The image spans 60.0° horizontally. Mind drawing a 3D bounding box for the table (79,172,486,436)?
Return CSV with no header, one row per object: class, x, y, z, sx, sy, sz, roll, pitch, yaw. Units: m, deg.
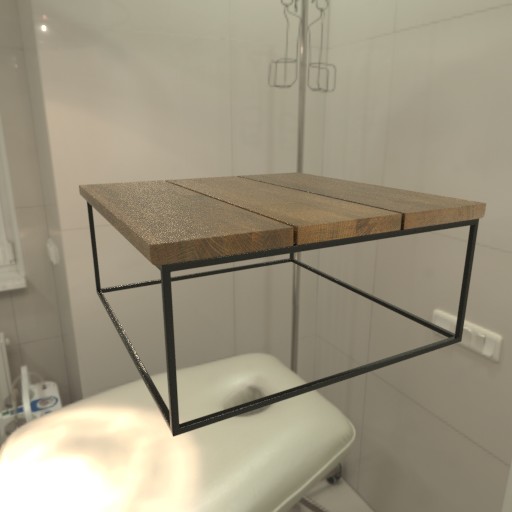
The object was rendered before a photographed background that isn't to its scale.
table,0.000,0.000,1.404,0.900,0.400,0.900,-9,19,-27
